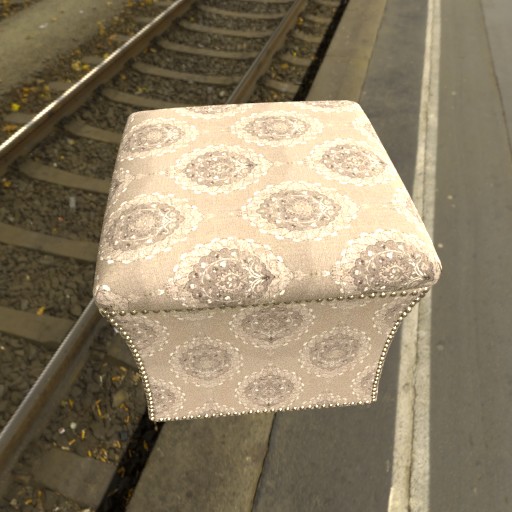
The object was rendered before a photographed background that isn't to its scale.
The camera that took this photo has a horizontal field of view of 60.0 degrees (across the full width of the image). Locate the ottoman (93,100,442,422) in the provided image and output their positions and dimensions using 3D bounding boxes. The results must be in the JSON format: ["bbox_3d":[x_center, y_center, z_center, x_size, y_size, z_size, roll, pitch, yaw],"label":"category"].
[{"bbox_3d":[0.000,0.000,0.910,0.507,0.473,0.497,-4,47,-3],"label":"ottoman"}]
